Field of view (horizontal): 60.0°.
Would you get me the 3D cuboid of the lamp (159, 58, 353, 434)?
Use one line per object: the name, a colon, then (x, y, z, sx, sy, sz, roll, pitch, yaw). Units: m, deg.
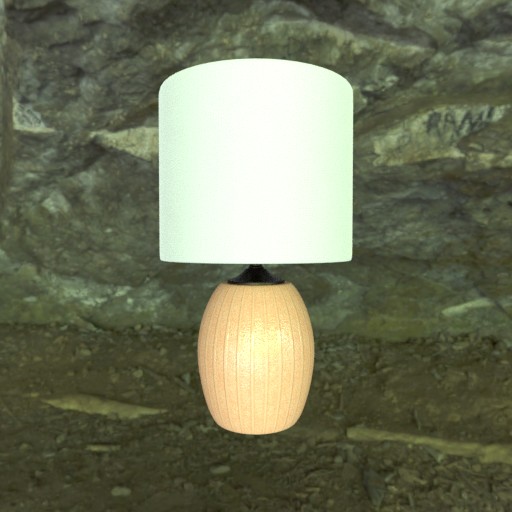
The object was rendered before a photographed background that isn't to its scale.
lamp: (0.000, 0.000, 0.774, 0.329, 0.570, 0.329, 0, 2, 0)
